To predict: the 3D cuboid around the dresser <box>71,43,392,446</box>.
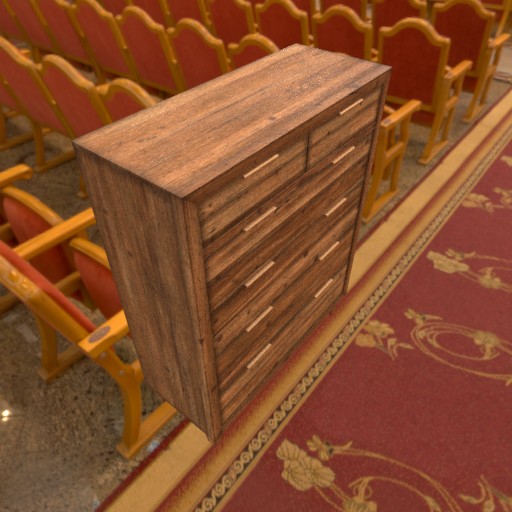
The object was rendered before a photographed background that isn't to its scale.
[{"bbox_3d":[0.000,0.000,1.872,0.438,1.359,1.067,28,50,28],"label":"dresser"}]
